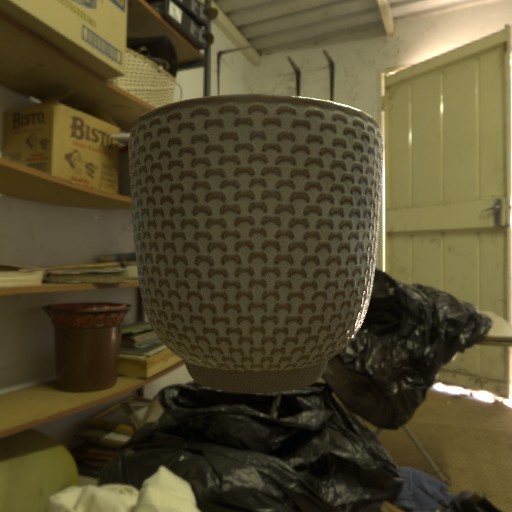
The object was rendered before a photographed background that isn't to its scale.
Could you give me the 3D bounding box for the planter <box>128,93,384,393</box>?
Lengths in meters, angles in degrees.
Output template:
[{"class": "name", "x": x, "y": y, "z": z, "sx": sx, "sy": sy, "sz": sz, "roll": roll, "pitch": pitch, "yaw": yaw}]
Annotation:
[{"class": "planter", "x": 0.000, "y": 0.000, "z": 0.355, "sx": 0.197, "sy": 0.191, "sz": 0.197, "roll": 0, "pitch": 0, "yaw": 0}]
